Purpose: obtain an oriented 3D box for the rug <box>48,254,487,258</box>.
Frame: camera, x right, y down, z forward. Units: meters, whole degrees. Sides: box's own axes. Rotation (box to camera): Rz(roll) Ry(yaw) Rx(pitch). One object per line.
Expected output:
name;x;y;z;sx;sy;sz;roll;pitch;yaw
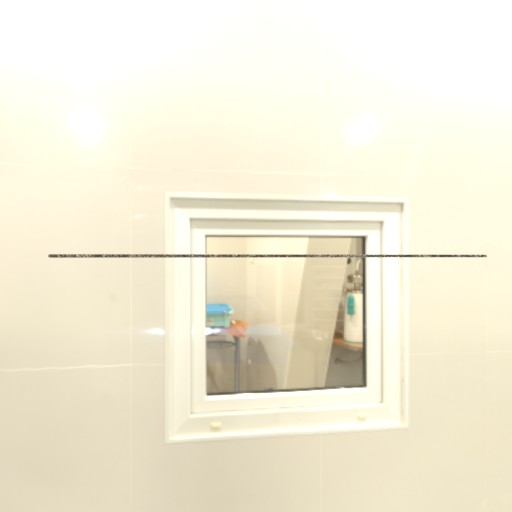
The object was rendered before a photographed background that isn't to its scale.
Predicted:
rug;0.000;0.000;2.283;1.814;0.012;1.186;0;0;-17
